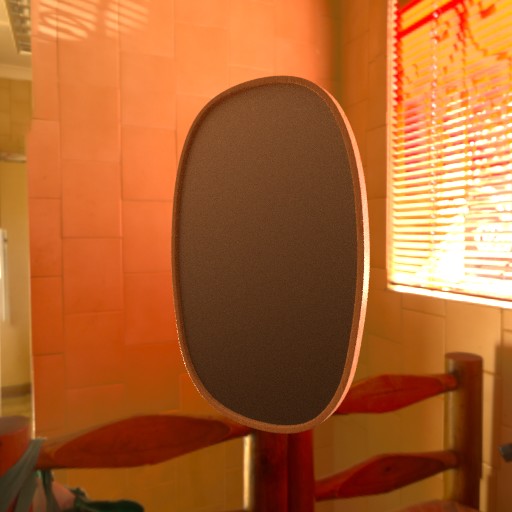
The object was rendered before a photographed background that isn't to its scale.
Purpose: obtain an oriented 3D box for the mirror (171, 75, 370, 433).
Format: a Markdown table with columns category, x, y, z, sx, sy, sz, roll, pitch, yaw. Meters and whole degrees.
| category | x | y | z | sx | sy | sz | roll | pitch | yaw |
| --- | --- | --- | --- | --- | --- | --- | --- | --- | --- |
| mirror | 0.000 | 0.000 | 1.381 | 0.724 | 1.075 | 0.037 | 2 | 3 | 36 |
